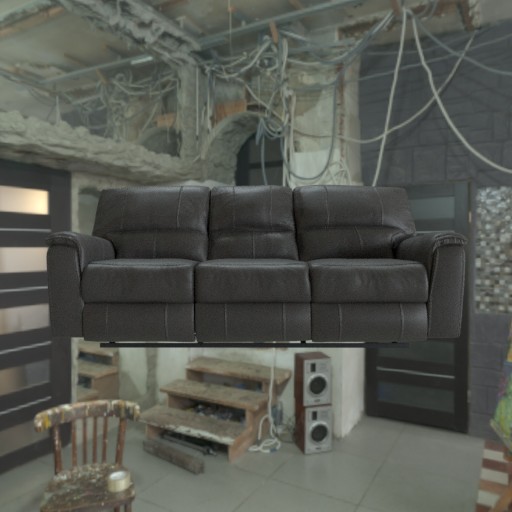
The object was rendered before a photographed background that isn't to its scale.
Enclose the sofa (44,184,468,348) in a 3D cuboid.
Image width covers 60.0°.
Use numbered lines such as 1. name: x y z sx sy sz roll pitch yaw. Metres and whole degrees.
1. sofa: 0.000 0.000 3.178 2.627 1.134 1.104 0 1 0
